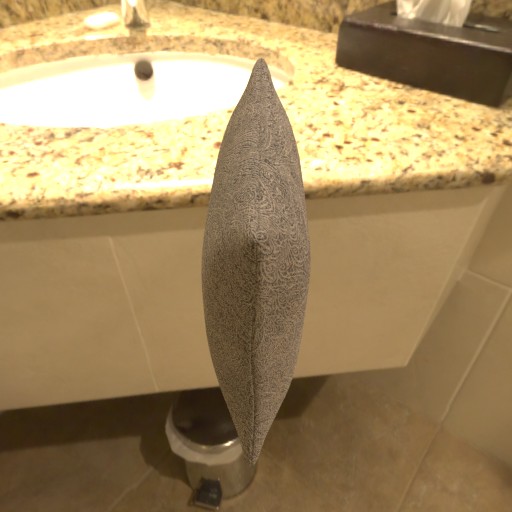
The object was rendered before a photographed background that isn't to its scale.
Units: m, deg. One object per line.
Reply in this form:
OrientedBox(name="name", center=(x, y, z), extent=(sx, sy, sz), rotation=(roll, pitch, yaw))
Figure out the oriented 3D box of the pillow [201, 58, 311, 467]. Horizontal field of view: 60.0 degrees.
OrientedBox(name="pillow", center=(0.000, 0.000, 0.780), extent=(0.166, 0.510, 0.523), rotation=(1, 42, 1))
